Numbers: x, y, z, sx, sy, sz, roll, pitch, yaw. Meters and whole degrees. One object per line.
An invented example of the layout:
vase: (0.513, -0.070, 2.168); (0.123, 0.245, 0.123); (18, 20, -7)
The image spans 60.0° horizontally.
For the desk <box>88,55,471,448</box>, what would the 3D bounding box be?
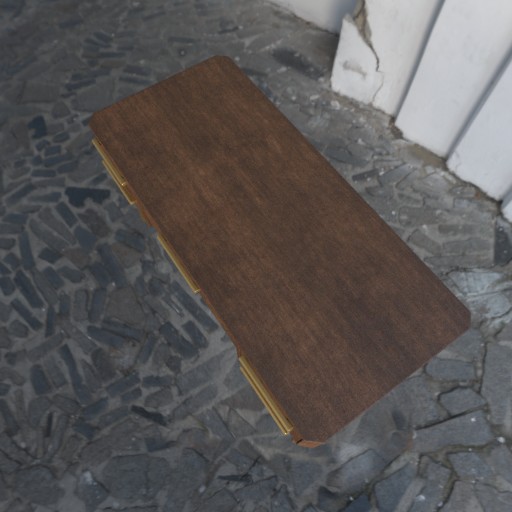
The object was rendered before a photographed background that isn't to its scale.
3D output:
desk: (0.000, 0.000, 1.915); (0.684, 0.762, 1.479); (-32, 68, -14)
